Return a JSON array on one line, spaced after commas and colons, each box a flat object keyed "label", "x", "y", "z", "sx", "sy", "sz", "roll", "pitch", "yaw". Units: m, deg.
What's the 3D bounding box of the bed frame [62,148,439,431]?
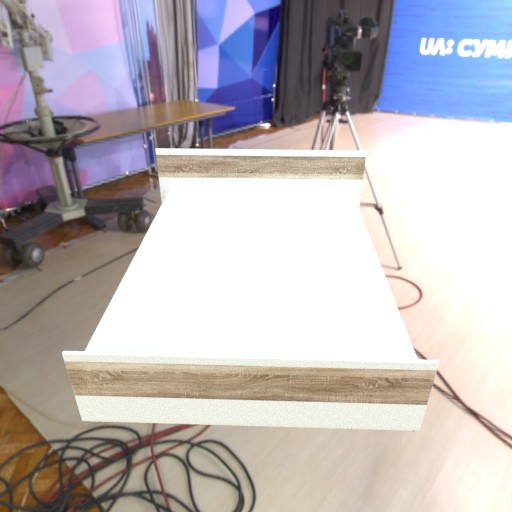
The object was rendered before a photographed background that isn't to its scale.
[{"label": "bed frame", "x": 0.000, "y": 0.000, "z": 2.939, "sx": 1.720, "sy": 0.800, "sz": 2.060, "roll": 1, "pitch": 31, "yaw": 2}]
